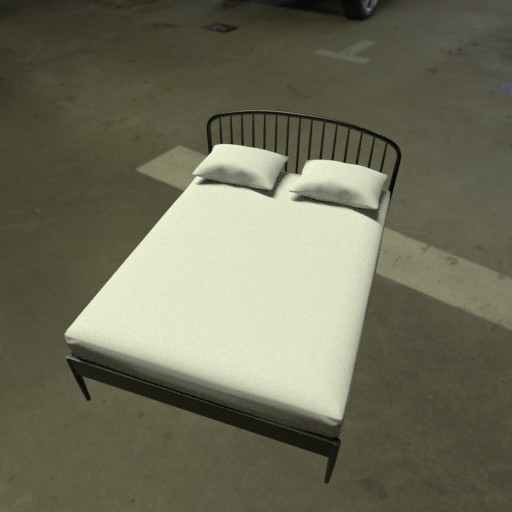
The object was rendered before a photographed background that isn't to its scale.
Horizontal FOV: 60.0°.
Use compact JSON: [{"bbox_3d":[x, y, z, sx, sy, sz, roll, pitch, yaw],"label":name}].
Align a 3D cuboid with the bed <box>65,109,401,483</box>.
[{"bbox_3d":[0.000,0.000,3.054,1.618,1.166,2.159,13,43,14],"label":"bed"}]
